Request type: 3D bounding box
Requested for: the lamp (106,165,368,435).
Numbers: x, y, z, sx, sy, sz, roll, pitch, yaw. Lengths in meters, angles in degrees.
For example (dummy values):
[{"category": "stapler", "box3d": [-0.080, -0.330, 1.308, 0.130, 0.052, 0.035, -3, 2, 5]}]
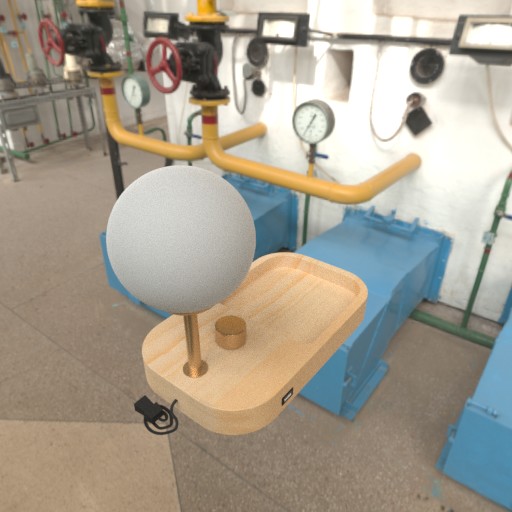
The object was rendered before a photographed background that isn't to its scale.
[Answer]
[{"category": "lamp", "box3d": [0.000, 0.000, 0.483, 0.173, 0.253, 0.331, 22, 37, 32]}]
